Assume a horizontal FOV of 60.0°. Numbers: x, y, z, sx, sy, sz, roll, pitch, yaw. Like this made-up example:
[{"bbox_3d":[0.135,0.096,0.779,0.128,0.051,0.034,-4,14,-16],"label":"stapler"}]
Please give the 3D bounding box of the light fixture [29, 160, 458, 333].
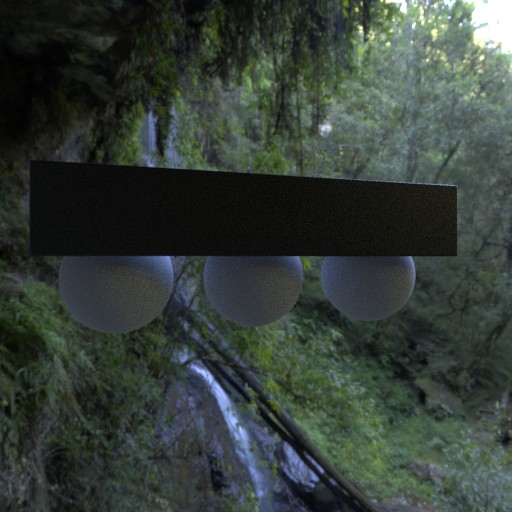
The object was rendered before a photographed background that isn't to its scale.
[{"bbox_3d":[0.000,0.000,0.819,0.721,0.263,0.218,0,0,-18],"label":"light fixture"}]
